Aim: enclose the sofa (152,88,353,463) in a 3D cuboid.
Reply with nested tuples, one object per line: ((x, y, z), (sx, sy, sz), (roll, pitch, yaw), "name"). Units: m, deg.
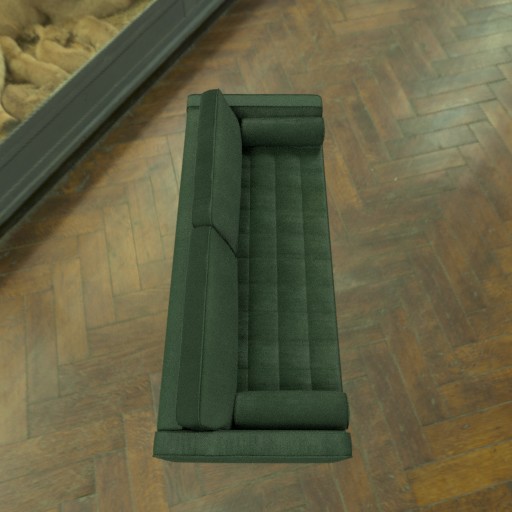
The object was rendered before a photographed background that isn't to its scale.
((0.000, 0.000, 2.604), (0.918, 0.769, 2.199), (0, 63, 0), "sofa")
